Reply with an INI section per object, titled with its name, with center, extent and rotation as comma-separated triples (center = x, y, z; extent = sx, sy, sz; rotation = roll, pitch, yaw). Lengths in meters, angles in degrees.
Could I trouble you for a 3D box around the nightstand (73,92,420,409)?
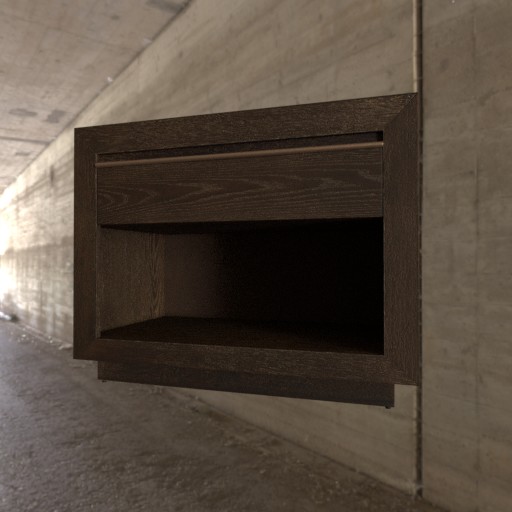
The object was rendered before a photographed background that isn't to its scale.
[nightstand]
center = 0.000, 0.000, 1.156
extent = 0.775, 0.612, 0.457
rotation = 0, -1, 17
